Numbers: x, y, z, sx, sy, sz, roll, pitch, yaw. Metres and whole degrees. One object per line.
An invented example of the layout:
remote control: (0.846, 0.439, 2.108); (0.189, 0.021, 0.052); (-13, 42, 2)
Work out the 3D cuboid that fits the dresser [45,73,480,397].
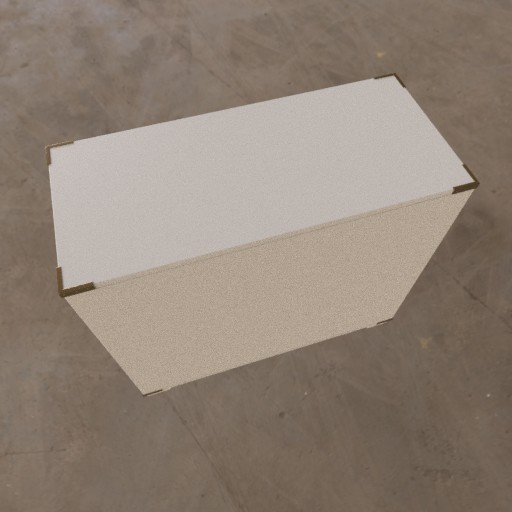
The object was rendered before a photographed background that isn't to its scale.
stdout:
dresser: (0.000, 0.000, 1.513); (1.022, 0.891, 0.460); (-15, 59, -9)
